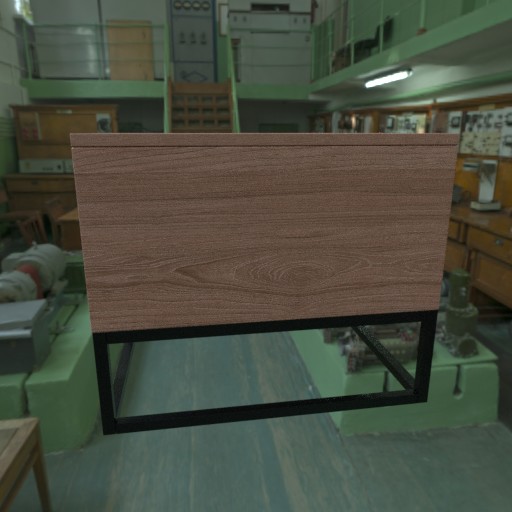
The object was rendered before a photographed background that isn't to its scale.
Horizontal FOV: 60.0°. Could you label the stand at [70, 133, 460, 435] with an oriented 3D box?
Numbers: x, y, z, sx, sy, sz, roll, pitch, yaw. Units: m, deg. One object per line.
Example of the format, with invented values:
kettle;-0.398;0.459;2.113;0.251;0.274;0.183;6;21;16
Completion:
stand;0.000;0.000;0.937;0.600;0.500;0.420;-3;16;-9
